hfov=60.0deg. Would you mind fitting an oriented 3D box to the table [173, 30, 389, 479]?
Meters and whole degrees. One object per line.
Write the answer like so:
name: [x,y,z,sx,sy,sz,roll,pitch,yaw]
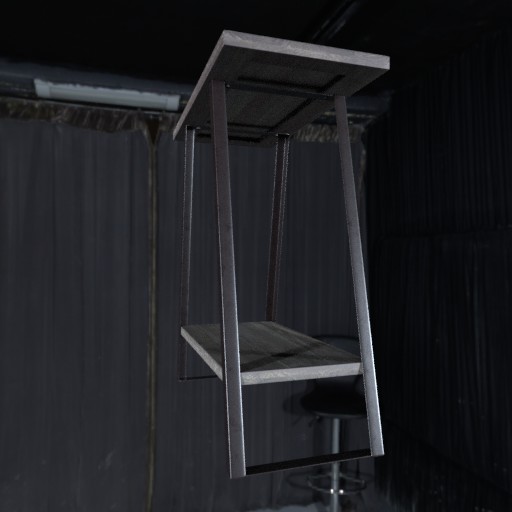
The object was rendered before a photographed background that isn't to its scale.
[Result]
table: [0.000,0.000,1.016,0.300,0.701,0.599,0,0,-18]
